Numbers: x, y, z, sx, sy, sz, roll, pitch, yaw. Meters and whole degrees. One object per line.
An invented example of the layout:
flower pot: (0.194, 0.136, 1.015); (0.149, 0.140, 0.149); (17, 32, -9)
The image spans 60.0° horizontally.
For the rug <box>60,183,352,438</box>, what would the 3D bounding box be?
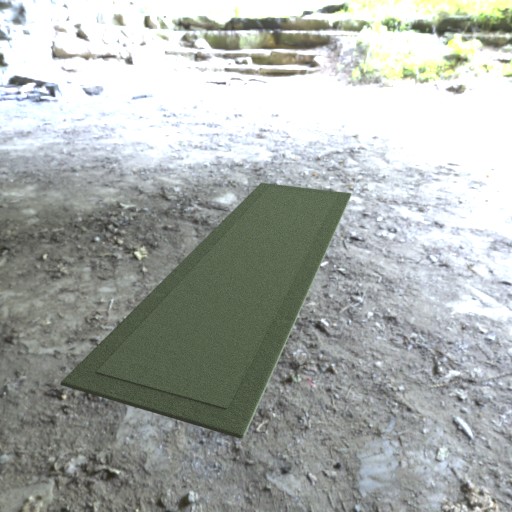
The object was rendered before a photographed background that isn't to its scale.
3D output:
rug: (0.000, 0.000, 2.604); (0.759, 0.012, 2.430); (10, 30, 17)
